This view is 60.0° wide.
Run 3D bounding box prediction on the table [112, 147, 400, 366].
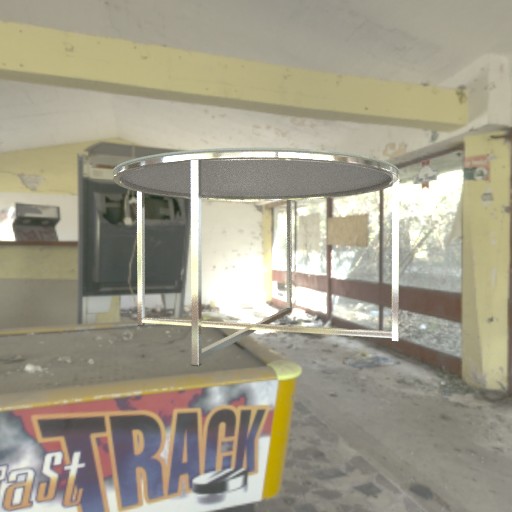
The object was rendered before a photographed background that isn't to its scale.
[{"bbox_3d":[0.000,0.000,1.300,0.800,0.450,0.800,0,1,0],"label":"table"}]
